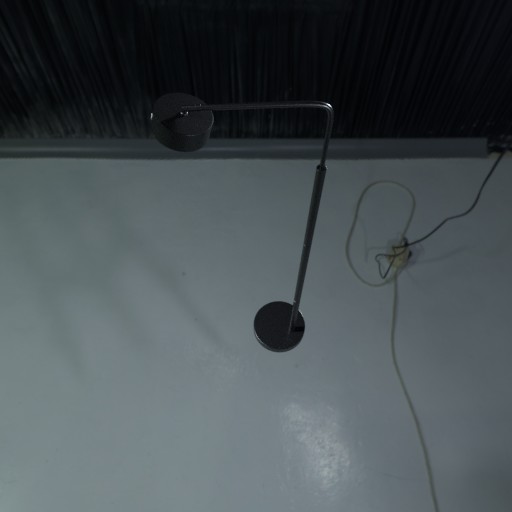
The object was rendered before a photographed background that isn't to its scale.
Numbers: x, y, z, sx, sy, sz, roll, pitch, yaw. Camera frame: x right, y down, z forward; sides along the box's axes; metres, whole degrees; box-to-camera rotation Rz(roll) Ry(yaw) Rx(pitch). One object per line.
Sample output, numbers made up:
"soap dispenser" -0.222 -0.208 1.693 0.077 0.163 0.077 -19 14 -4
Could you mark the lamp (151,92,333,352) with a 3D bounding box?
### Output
"lamp" 0.000 0.000 1.387 0.418 1.230 0.219 -2 59 -1
